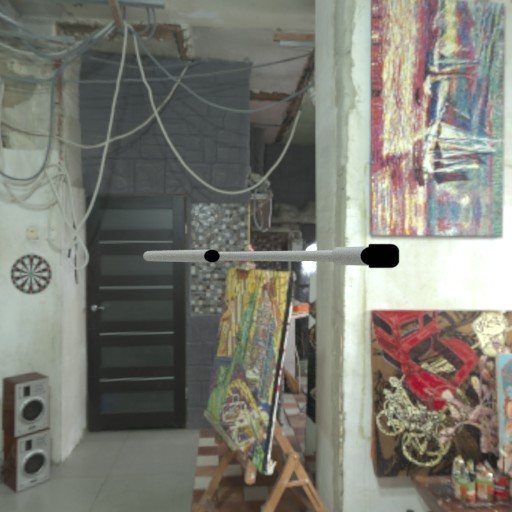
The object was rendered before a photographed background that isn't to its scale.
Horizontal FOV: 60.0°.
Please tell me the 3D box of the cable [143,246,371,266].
[{"bbox_3d":[0.000,0.000,0.111,0.040,0.006,0.098,0,0,-35],"label":"cable"}]
